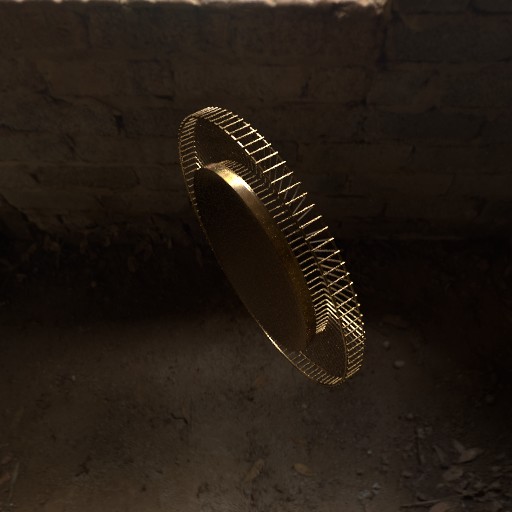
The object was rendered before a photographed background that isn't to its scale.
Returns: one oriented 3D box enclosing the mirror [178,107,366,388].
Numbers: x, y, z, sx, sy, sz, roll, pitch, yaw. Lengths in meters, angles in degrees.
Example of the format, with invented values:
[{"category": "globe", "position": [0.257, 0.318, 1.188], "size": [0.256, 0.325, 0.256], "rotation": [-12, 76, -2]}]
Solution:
[{"category": "mirror", "position": [0.000, 0.000, 1.067], "size": [0.067, 0.703, 0.703], "rotation": [-29, 63, -16]}]
